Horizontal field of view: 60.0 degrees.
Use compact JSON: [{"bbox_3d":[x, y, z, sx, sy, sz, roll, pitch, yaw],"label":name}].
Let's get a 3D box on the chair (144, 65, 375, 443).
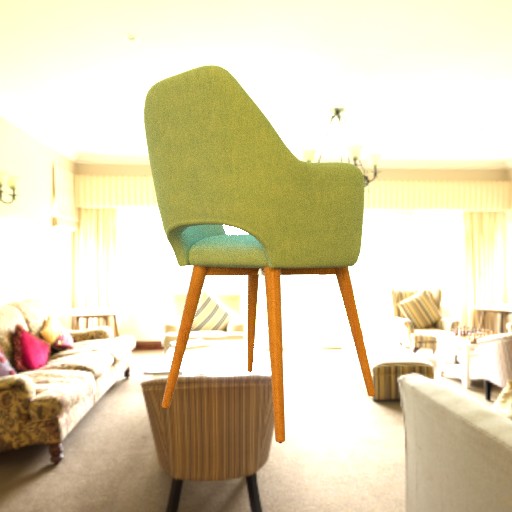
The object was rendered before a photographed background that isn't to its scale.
[{"bbox_3d":[0.000,0.000,1.246,0.590,0.840,0.610,0,0,37],"label":"chair"}]
